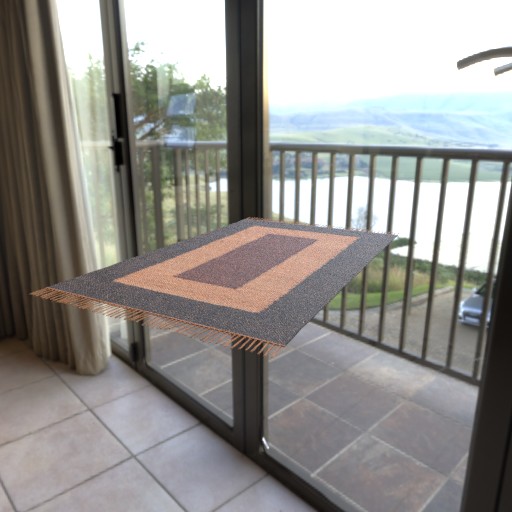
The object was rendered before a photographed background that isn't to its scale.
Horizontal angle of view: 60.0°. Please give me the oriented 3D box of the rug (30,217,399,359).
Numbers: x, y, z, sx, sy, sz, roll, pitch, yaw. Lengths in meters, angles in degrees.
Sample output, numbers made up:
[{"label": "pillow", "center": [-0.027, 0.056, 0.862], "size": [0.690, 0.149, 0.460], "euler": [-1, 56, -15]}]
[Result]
[{"label": "rug", "center": [0.000, 0.000, 1.917], "size": [0.920, 0.013, 1.541], "euler": [8, 18, 27]}]
